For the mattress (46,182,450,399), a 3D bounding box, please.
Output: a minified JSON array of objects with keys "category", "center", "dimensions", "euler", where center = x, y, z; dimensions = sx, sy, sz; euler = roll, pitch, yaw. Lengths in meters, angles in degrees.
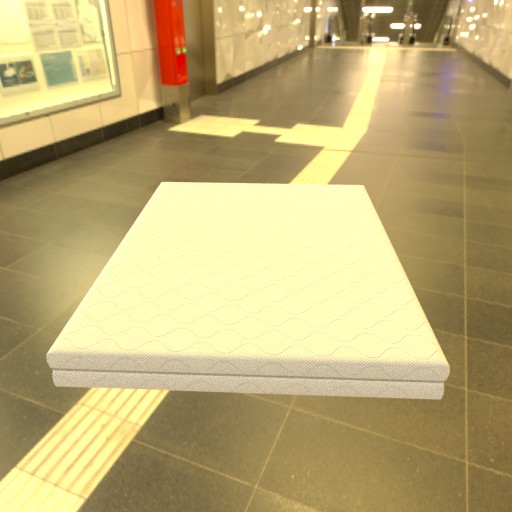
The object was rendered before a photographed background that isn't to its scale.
[{"category":"mattress","center":[0.000,0.000,2.647],"dimensions":[1.600,0.200,2.000],"euler":[1,29,2]}]
